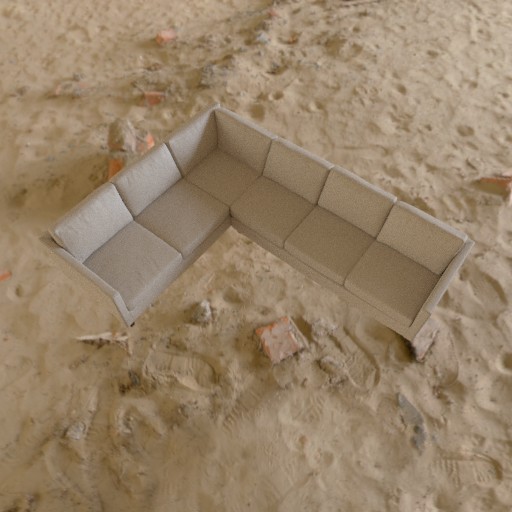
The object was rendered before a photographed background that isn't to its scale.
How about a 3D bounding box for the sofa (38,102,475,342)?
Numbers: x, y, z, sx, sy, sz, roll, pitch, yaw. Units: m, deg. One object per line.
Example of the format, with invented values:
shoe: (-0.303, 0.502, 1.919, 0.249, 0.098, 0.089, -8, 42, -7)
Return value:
sofa: (0.000, 0.000, 4.225, 3.182, 0.863, 2.432, 33, 63, 20)
